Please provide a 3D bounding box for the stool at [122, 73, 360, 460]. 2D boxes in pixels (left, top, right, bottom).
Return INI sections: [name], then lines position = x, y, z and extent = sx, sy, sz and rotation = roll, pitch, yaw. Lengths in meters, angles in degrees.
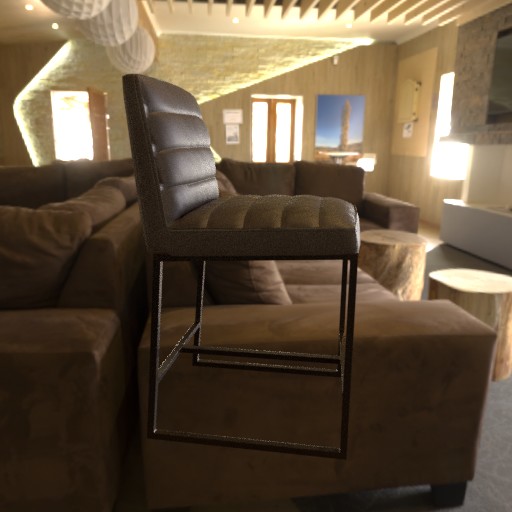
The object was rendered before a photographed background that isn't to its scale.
[stool]
position = 0.000, 0.000, 1.269
extent = 0.562, 0.946, 0.463
rotation = 2, 14, 9
